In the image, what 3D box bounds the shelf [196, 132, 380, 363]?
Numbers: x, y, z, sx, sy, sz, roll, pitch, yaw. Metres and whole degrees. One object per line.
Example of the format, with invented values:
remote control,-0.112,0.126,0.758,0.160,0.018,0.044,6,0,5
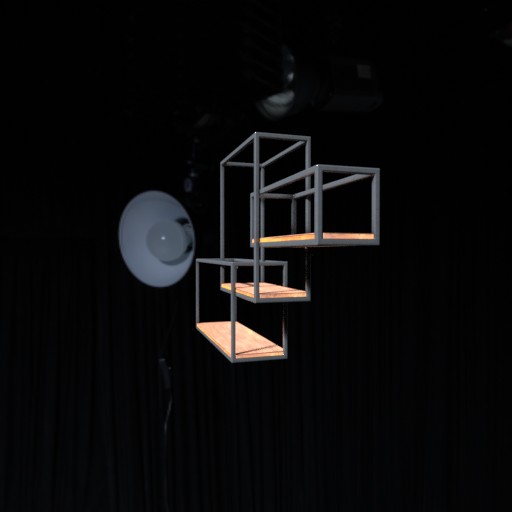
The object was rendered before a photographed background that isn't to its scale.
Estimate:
shelf,0.000,0.000,2.115,0.275,0.972,1.781,0,1,-17
